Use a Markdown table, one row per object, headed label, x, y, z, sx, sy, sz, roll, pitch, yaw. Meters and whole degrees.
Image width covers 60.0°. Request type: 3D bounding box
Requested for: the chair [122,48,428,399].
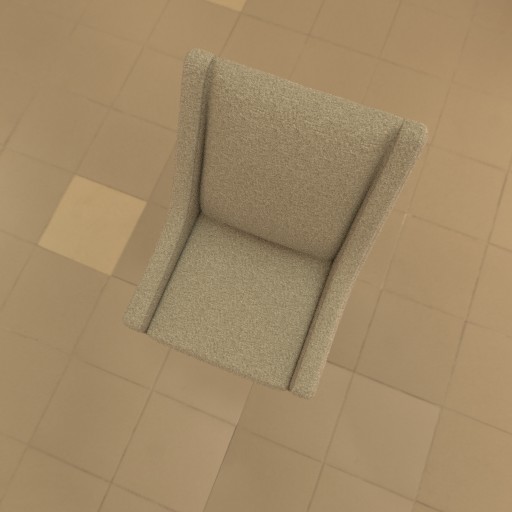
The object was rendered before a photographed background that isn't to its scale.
| label | x | y | z | sx | sy | sz | roll | pitch | yaw |
| --- | --- | --- | --- | --- | --- | --- | --- | --- | --- |
| chair | 0.000 | 0.000 | 1.678 | 0.774 | 1.016 | 0.870 | 21 | 76 | 5 |
